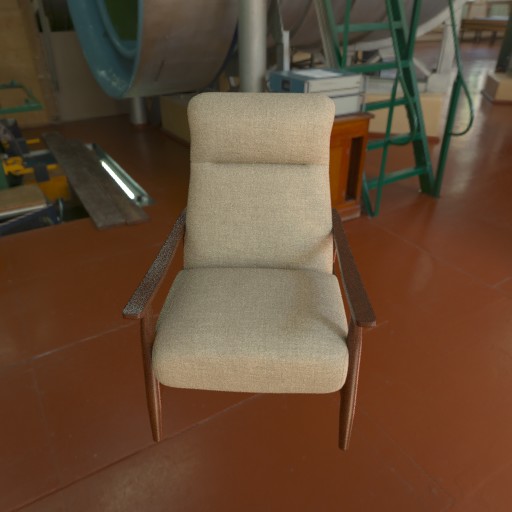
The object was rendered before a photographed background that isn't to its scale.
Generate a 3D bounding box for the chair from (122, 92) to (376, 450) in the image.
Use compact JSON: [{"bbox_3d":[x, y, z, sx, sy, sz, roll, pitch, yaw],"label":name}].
[{"bbox_3d":[0.000,0.000,1.787,0.762,1.082,1.014,2,31,3],"label":"chair"}]
